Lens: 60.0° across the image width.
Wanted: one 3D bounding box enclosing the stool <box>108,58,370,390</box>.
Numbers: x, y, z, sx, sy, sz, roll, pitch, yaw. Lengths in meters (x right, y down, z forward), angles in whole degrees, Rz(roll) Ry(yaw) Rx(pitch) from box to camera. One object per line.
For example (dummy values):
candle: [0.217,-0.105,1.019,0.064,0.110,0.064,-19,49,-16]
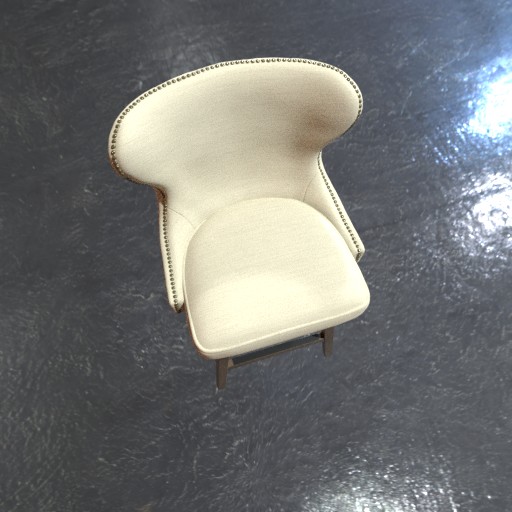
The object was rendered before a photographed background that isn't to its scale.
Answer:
stool: [0.000,0.000,1.362,0.615,0.972,0.597,-15,64,-7]
